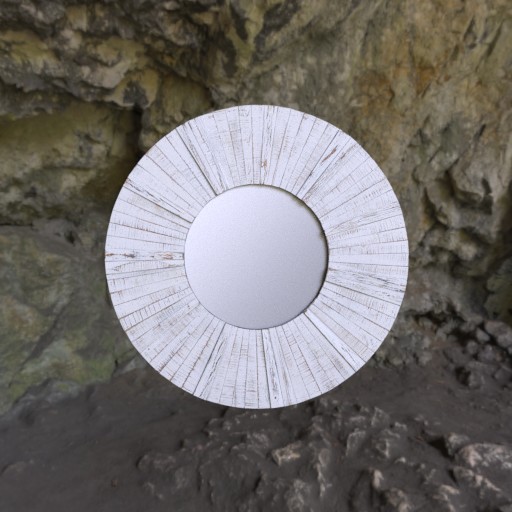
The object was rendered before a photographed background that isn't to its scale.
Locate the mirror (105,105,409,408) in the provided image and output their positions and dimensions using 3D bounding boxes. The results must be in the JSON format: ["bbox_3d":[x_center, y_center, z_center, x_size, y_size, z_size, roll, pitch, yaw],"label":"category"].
[{"bbox_3d":[0.000,0.000,1.351,0.914,0.914,0.038,0,-1,1],"label":"mirror"}]
